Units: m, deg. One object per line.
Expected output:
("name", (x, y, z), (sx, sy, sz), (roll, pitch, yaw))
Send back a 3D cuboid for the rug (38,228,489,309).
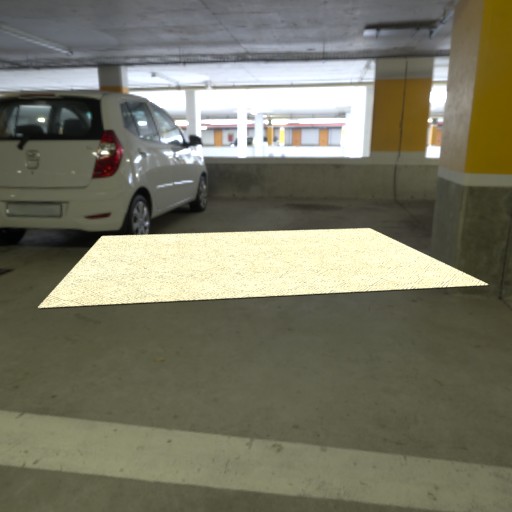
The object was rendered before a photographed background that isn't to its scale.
("rug", (0.000, 0.000, 2.926), (2.238, 0.008, 1.593), (-2, 15, -8))
